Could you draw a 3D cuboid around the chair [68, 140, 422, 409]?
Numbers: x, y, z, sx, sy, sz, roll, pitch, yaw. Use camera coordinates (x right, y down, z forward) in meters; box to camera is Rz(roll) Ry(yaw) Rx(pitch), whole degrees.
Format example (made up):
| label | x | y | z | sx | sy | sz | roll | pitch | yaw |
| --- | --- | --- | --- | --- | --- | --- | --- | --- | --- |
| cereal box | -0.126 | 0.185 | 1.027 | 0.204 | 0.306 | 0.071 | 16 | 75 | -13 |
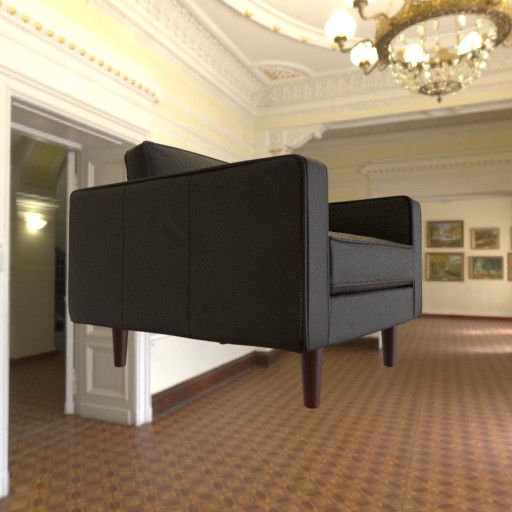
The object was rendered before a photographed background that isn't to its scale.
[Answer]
| label | x | y | z | sx | sy | sz | roll | pitch | yaw |
| --- | --- | --- | --- | --- | --- | --- | --- | --- | --- |
| chair | 0.000 | 0.000 | 1.534 | 0.914 | 0.763 | 0.889 | -1 | -2 | 36 |
